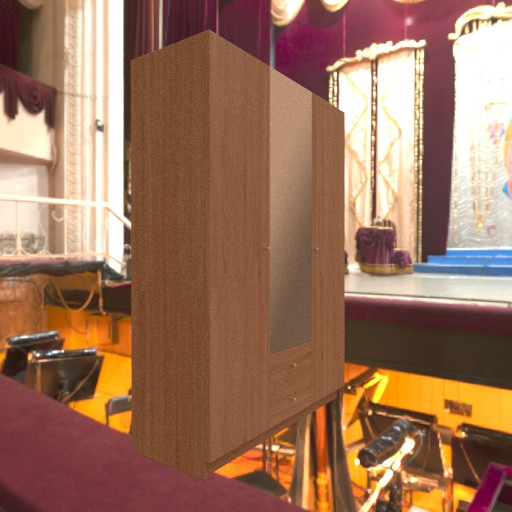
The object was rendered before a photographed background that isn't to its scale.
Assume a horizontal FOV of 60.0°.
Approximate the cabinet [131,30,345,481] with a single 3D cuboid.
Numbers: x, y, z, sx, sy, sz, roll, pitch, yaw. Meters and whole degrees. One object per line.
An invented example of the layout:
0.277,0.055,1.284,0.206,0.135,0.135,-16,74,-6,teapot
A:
0.000,0.000,2.838,0.590,2.120,1.500,0,1,36,cabinet
